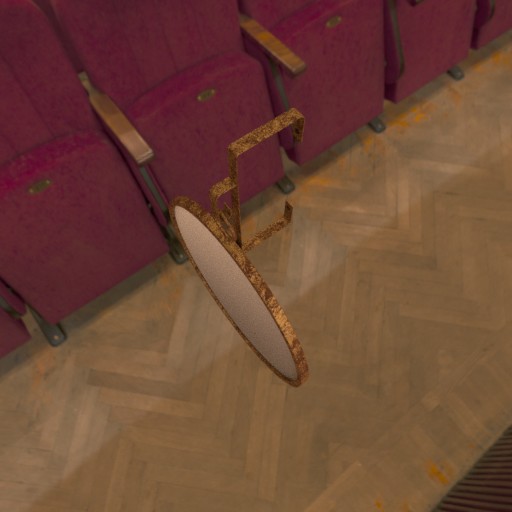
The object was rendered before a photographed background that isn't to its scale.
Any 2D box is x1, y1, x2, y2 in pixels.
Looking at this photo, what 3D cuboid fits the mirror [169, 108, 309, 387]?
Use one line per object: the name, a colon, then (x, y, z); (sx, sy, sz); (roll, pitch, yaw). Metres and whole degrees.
mirror: (0.000, 0.000, 0.831); (0.144, 0.651, 0.447); (-34, 68, -16)
